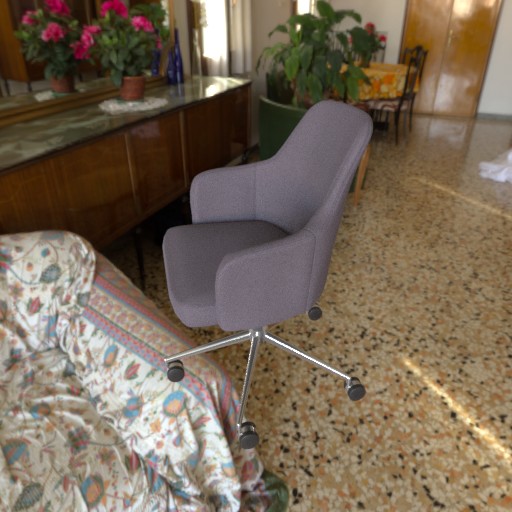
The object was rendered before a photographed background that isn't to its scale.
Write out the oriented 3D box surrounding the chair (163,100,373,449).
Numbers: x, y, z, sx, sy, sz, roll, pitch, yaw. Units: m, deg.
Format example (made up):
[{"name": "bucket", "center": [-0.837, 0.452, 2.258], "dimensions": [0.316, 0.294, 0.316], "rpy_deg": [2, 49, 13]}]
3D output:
[{"name": "chair", "center": [0.000, 0.000, 1.299], "dimensions": [0.600, 0.820, 0.655], "rpy_deg": [-7, 30, -12]}]
